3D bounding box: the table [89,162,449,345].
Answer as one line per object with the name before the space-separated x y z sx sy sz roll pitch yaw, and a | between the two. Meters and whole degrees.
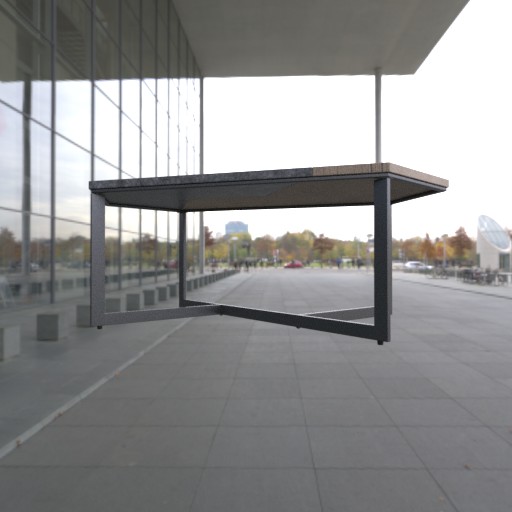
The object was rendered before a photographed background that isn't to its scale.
table | 0.000 0.000 1.516 1.219 0.457 0.609 0 -1 17
